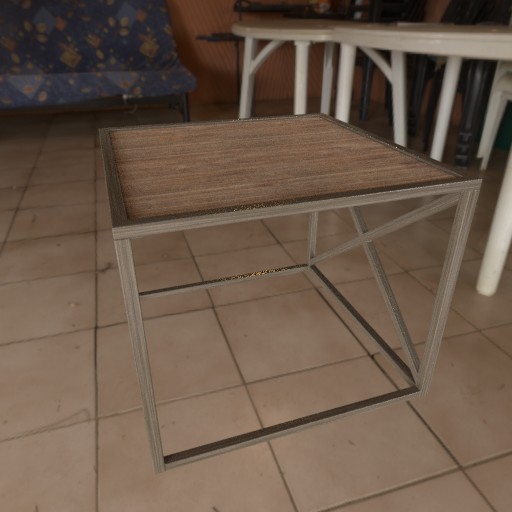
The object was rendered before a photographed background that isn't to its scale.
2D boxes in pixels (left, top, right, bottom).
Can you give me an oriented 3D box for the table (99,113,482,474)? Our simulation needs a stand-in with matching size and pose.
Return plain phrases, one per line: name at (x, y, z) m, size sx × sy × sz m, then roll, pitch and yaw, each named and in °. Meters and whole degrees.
table at (0.000, 0.000, 1.044) m, size 0.609 × 0.507 × 0.611 m, roll -9°, pitch 30°, yaw -16°
